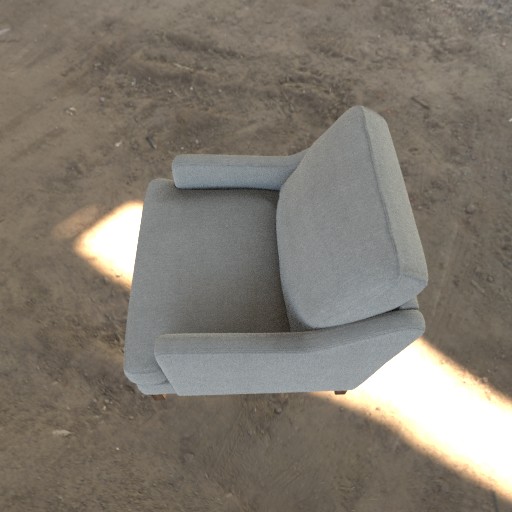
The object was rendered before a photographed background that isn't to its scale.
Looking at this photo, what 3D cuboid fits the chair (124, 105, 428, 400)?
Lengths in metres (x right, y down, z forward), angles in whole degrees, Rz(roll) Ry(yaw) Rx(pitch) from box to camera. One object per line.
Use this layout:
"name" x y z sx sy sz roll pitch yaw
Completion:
"chair" 0.000 0.000 1.578 0.892 0.821 0.826 -1 58 -1
